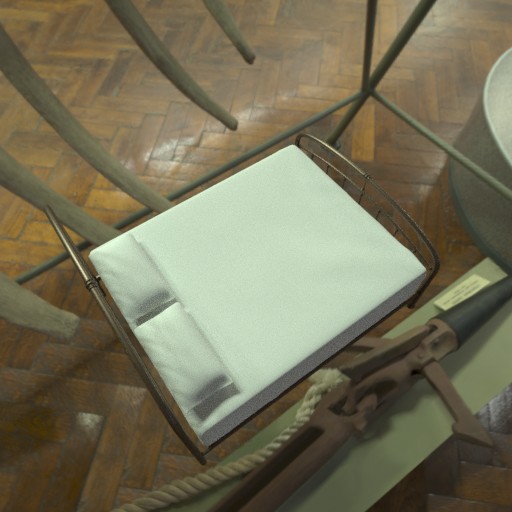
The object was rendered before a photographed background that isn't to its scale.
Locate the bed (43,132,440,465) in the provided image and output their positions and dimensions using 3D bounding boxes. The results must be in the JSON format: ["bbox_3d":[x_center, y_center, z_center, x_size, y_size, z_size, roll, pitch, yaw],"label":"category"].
[{"bbox_3d":[0.000,0.000,3.230,2.168,1.475,1.711,-31,63,-18],"label":"bed"}]
